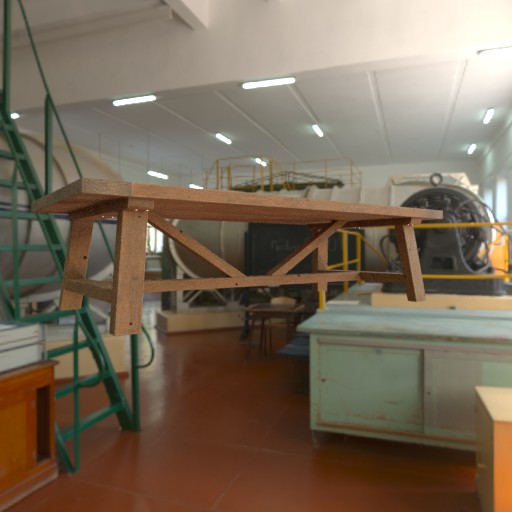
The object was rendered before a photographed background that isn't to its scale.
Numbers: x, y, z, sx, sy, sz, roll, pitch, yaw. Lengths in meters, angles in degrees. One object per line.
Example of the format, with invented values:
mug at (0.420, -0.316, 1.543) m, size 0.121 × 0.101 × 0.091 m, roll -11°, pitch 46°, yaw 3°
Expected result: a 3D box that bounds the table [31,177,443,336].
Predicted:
table at (0.000, 0.000, 2.109) m, size 1.800 × 0.465 × 0.820 m, roll -1°, pitch 1°, yaw -36°
